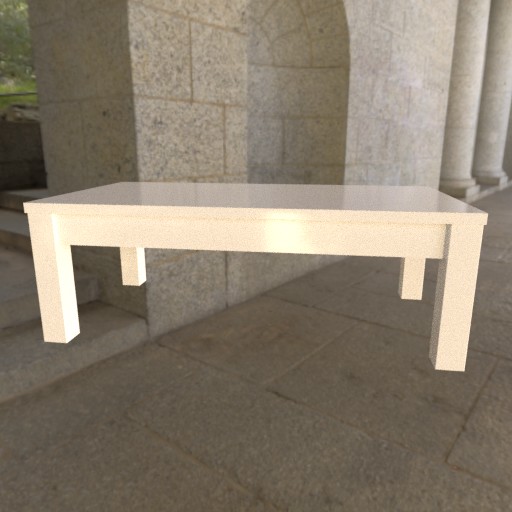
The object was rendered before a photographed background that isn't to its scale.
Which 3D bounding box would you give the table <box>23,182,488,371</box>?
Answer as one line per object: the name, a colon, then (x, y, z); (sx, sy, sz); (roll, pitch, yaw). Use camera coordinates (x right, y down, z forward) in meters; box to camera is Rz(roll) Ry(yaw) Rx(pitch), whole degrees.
table: (0.000, 0.000, 1.667); (1.350, 0.470, 0.700); (2, 15, 8)
